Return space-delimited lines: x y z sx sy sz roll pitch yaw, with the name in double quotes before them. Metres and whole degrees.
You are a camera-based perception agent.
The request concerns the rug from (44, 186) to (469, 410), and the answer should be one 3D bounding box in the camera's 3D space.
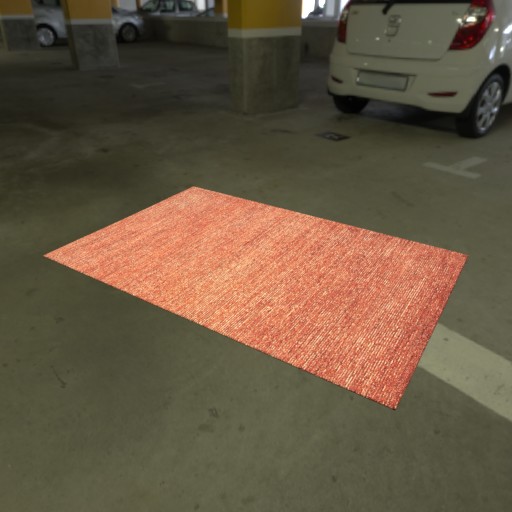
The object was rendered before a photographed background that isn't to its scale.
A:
"rug" 0.000 0.000 2.170 1.747 0.011 1.139 18 34 28
